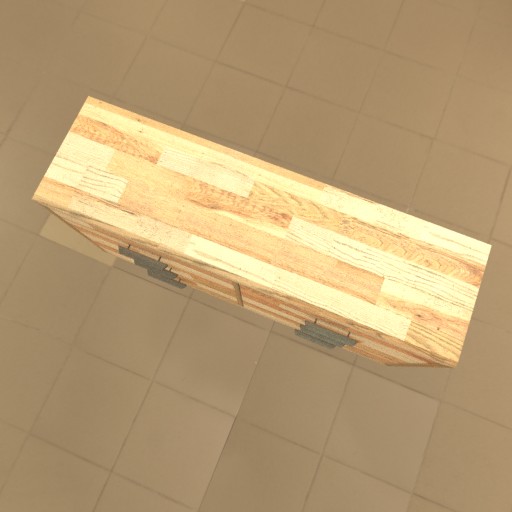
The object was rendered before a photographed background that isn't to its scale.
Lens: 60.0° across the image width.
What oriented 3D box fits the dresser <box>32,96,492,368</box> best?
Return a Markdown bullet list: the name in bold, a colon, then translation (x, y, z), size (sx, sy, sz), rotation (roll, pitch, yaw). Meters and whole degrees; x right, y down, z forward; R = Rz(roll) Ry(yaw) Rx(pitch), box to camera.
- **dresser**: translation (0.000, 0.000, 1.941), size (1.547, 0.834, 0.487), rotation (21, 77, 5)
